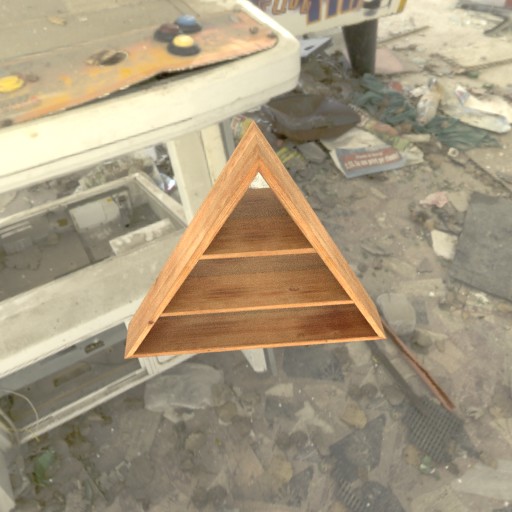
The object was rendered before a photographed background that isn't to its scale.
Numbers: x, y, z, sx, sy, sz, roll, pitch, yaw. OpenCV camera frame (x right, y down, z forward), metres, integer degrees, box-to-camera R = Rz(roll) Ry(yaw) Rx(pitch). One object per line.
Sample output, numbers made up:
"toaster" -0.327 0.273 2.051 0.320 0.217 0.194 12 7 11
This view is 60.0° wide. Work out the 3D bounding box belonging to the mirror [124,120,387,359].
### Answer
"mirror" 0.000 0.000 0.892 0.631 0.548 0.100 -4 47 -3
